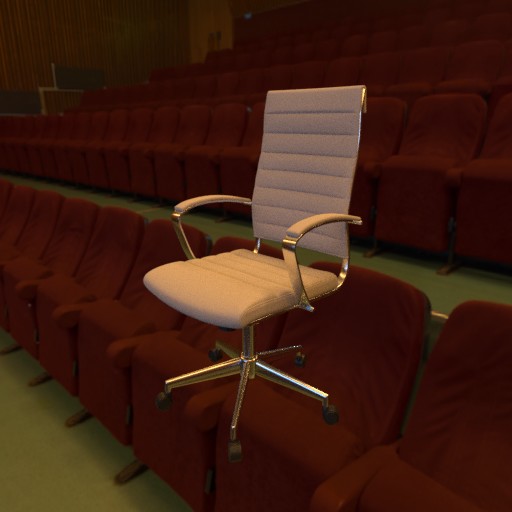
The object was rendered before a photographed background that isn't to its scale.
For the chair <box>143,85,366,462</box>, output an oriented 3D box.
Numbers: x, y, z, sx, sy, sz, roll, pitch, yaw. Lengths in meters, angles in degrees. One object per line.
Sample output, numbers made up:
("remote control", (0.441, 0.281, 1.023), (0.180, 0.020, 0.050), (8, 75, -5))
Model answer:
("chair", (0.000, 0.000, 1.582), (0.679, 1.149, 0.667), (16, 23, 42))
